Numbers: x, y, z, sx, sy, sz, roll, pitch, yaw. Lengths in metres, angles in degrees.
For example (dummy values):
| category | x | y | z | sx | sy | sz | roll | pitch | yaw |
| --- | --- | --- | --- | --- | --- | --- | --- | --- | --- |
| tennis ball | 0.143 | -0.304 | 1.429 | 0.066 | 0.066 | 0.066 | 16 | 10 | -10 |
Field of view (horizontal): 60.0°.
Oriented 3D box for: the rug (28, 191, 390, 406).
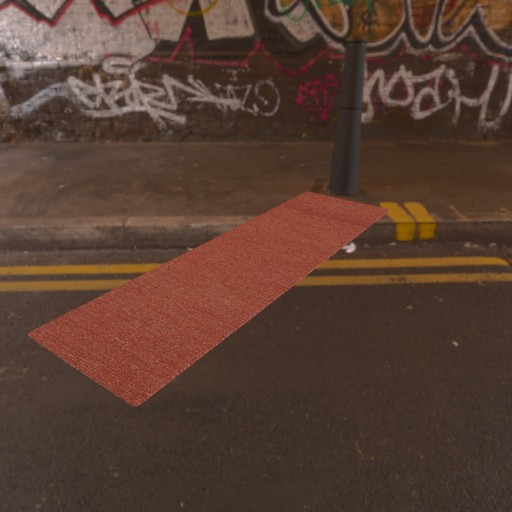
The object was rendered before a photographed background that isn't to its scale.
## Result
| category | x | y | z | sx | sy | sz | roll | pitch | yaw |
| --- | --- | --- | --- | --- | --- | --- | --- | --- | --- |
| rug | 0.000 | 0.000 | 2.498 | 0.687 | 0.012 | 2.307 | 18 | 32 | 32 |
